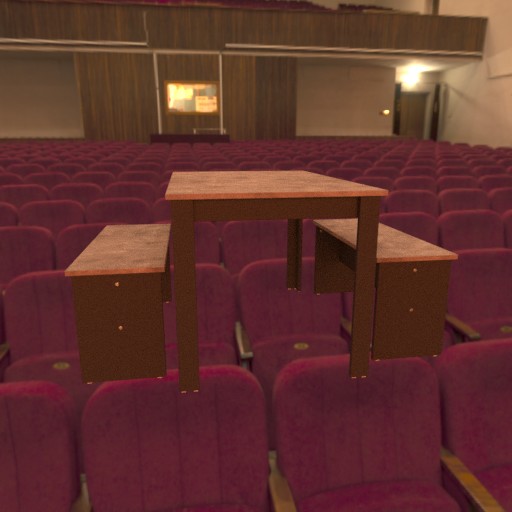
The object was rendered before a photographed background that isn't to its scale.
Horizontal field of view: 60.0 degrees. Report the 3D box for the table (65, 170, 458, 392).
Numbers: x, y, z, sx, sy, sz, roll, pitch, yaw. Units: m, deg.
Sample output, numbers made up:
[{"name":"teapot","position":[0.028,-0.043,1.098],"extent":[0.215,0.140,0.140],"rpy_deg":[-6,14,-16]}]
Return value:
[{"name":"table","position":[0.000,0.000,2.035],"extent":[1.443,0.700,1.100],"rpy_deg":[-2,14,-9]}]
